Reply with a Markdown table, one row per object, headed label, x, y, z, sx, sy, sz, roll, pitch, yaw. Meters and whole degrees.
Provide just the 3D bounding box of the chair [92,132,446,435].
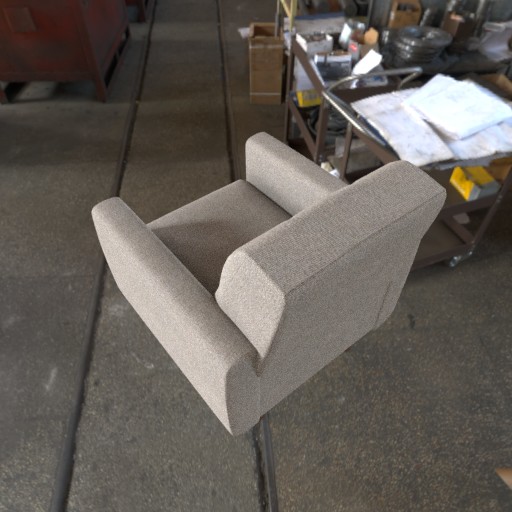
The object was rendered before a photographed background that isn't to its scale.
| label | x | y | z | sx | sy | sz | roll | pitch | yaw |
| --- | --- | --- | --- | --- | --- | --- | --- | --- | --- |
| chair | 0.000 | 0.000 | 1.648 | 0.845 | 0.968 | 0.942 | -30 | 54 | -25 |
